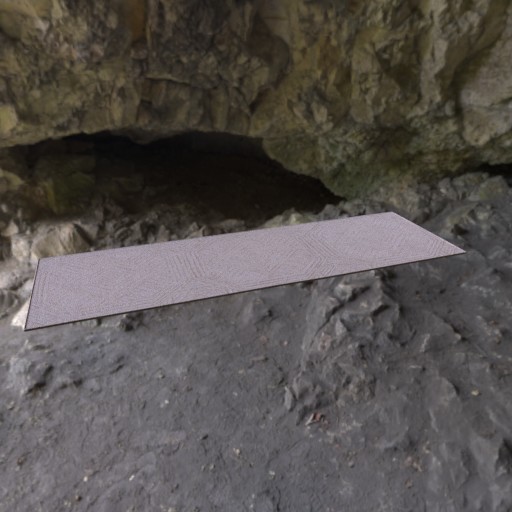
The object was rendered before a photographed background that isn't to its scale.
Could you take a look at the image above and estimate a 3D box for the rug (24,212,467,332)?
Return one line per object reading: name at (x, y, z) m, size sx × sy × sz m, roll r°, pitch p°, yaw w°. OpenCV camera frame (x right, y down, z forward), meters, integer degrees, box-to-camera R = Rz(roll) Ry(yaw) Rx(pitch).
rug at (0.000, 0.000, 2.655) m, size 2.452 × 0.012 × 0.775 m, roll -9°, pitch 27°, yaw -17°
